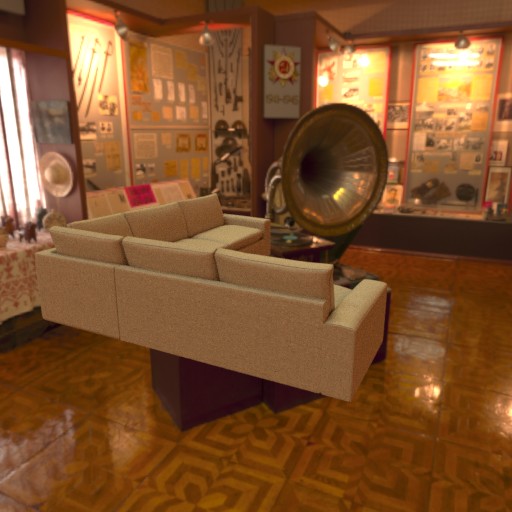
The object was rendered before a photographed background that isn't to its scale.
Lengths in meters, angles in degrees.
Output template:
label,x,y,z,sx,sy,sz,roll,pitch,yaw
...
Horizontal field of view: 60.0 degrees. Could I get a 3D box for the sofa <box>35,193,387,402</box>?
label,x,y,z,sx,sy,sz,roll,pitch,yaw
sofa,0.000,0.000,4.189,2.622,0.800,2.742,8,17,26
